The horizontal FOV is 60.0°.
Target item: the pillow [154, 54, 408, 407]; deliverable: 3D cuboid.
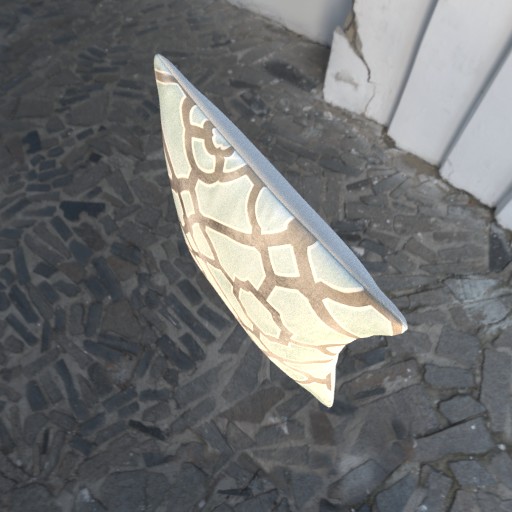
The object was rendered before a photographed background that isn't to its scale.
[{"bbox_3d":[0.000,0.000,0.811,0.166,0.508,0.552,-33,67,-16],"label":"pillow"}]
